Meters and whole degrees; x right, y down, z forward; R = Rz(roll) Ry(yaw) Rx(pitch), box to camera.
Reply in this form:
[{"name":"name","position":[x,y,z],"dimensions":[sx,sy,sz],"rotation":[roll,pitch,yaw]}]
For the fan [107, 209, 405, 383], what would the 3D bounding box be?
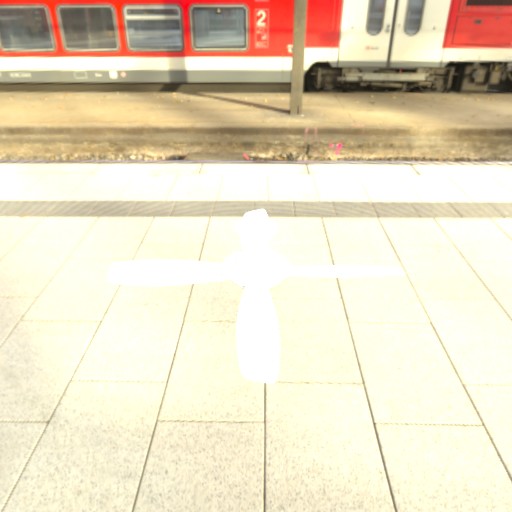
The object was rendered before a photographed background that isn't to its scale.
[{"name":"fan","position":[0.000,0.000,2.502],"dimensions":[1.694,0.382,1.693],"rotation":[0,30,-1]}]
